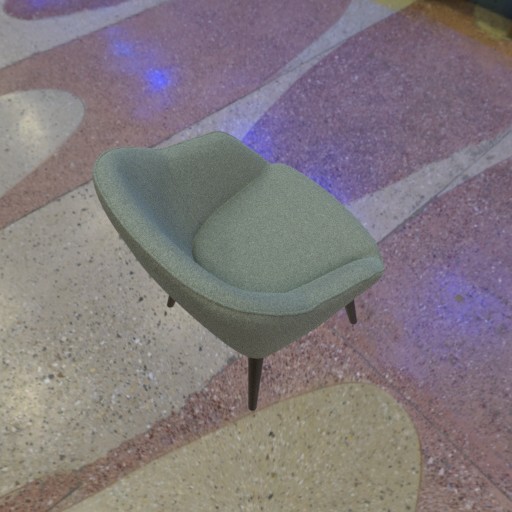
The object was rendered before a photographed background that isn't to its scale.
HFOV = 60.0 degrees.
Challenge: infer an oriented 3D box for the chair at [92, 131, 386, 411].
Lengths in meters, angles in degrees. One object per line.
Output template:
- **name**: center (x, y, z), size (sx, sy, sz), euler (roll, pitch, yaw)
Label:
- **chair**: center (0.000, 0.000, 1.216), size (0.611, 0.810, 0.589), euler (-35, 65, -20)
